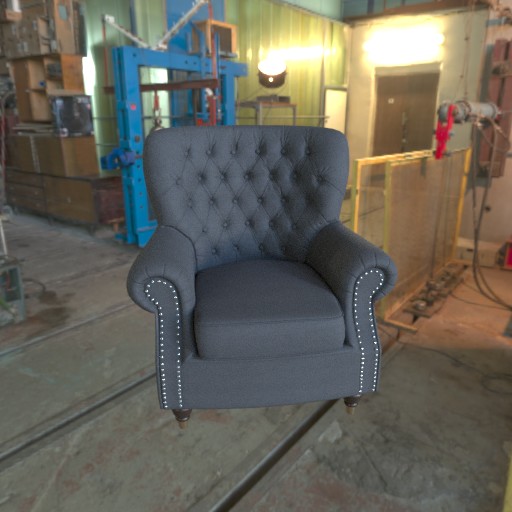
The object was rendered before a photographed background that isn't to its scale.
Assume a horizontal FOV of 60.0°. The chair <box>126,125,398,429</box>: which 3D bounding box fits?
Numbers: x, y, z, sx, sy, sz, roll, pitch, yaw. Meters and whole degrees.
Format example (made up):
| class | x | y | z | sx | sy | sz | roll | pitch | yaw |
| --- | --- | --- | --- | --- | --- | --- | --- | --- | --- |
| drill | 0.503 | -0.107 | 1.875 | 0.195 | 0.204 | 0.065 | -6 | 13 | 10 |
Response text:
| class | x | y | z | sx | sy | sz | roll | pitch | yaw |
| --- | --- | --- | --- | --- | --- | --- | --- | --- | --- |
| chair | 0.000 | 0.000 | 1.869 | 0.983 | 1.046 | 0.983 | -2 | 18 | -7 |
